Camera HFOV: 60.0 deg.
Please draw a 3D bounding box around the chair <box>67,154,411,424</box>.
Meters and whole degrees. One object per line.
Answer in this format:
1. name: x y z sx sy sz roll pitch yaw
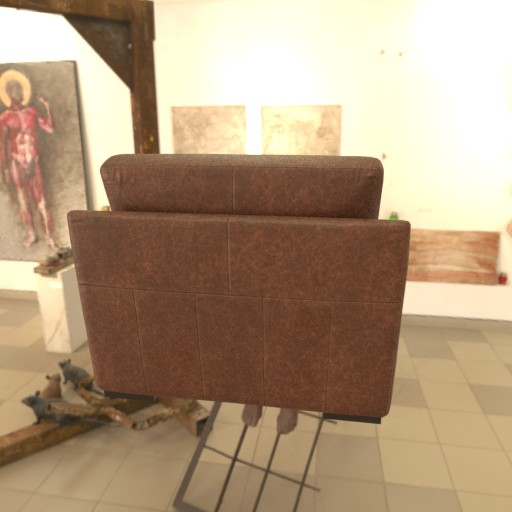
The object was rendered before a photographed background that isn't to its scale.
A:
1. chair: 0.000 0.000 2.000 1.168 0.939 1.143 3 16 9
